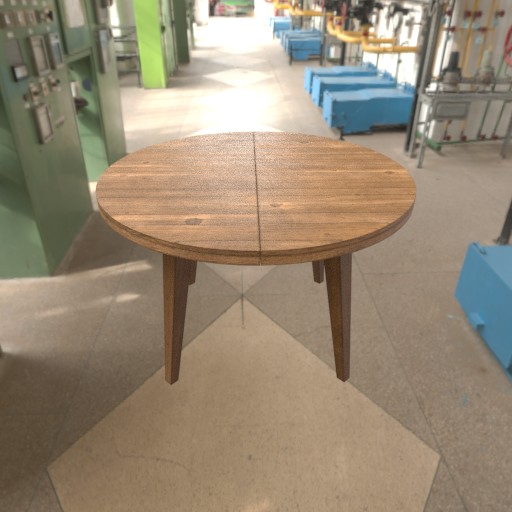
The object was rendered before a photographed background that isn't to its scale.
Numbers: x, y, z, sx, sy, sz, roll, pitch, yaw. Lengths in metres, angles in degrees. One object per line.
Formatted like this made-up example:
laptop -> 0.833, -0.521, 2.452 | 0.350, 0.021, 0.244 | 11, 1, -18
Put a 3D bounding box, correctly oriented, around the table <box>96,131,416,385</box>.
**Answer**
table -> 0.000, 0.000, 1.951 | 1.213, 0.764, 1.213 | 0, 31, 0
